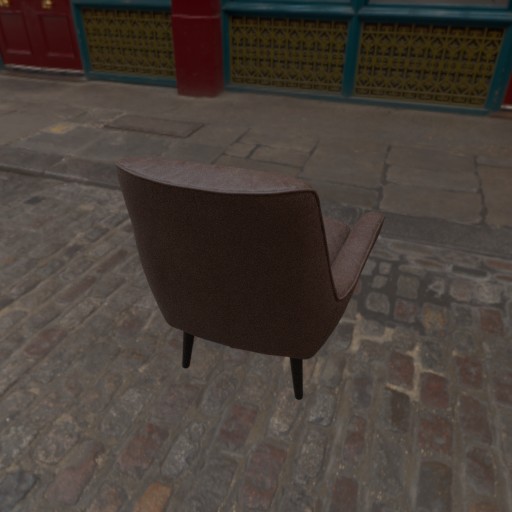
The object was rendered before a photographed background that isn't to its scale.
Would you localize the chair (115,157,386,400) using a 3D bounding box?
[{"bbox_3d":[0.000,0.000,1.527,0.787,0.888,0.824,11,34,16],"label":"chair"}]
